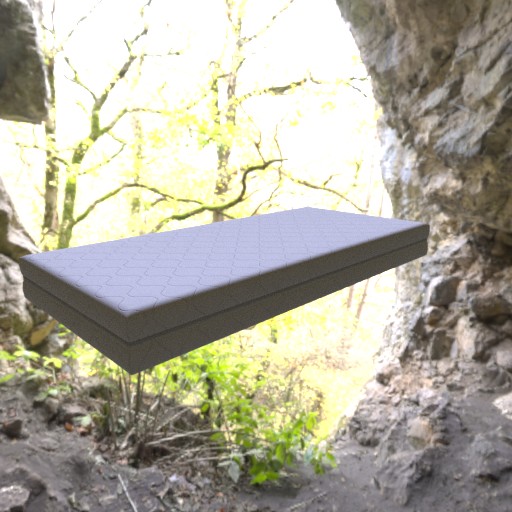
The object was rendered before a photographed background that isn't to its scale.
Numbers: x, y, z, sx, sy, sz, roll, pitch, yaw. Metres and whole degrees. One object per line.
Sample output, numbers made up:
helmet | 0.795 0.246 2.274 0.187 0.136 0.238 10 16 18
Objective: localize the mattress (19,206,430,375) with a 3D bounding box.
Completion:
mattress | 0.000 0.000 2.199 1.900 0.200 0.900 -15 21 -43
